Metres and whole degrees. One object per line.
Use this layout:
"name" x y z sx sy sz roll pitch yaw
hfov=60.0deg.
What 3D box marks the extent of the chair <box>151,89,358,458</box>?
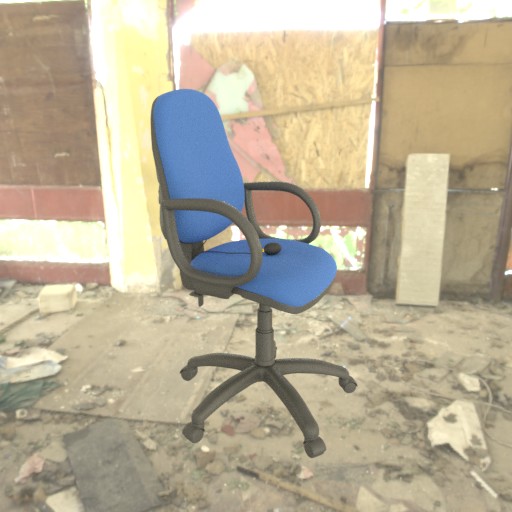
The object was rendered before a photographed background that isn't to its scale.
"chair" 0.000 0.000 1.246 0.549 0.905 0.552 7 17 25
